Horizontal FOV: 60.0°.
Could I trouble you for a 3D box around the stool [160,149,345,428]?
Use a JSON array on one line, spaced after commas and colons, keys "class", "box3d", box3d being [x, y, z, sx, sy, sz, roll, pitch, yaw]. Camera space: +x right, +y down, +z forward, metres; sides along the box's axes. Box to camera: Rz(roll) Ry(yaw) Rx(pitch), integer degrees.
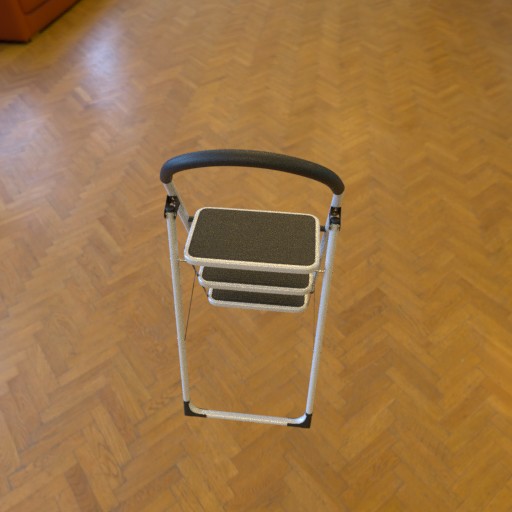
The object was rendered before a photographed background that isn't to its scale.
[{"class": "stool", "box3d": [0.000, 0.000, 1.483, 0.485, 1.109, 0.676, 4, 47, 4]}]
